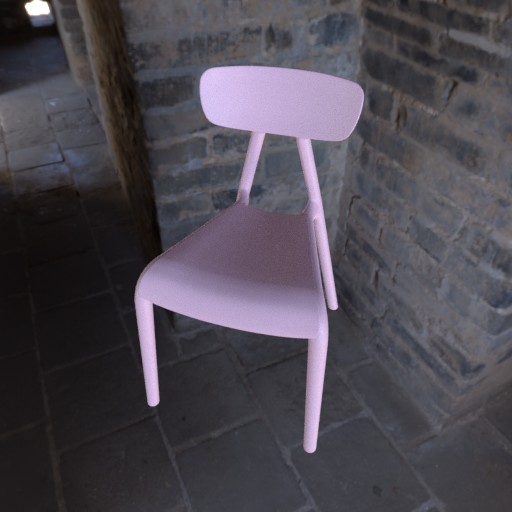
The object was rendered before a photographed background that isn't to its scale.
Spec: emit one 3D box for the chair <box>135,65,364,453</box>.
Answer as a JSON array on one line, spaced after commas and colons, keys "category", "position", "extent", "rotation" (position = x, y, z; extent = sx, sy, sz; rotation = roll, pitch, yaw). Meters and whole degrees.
[{"category": "chair", "position": [0.000, 0.000, 0.839], "extent": [0.356, 0.580, 0.401], "rotation": [11, 42, 13]}]
